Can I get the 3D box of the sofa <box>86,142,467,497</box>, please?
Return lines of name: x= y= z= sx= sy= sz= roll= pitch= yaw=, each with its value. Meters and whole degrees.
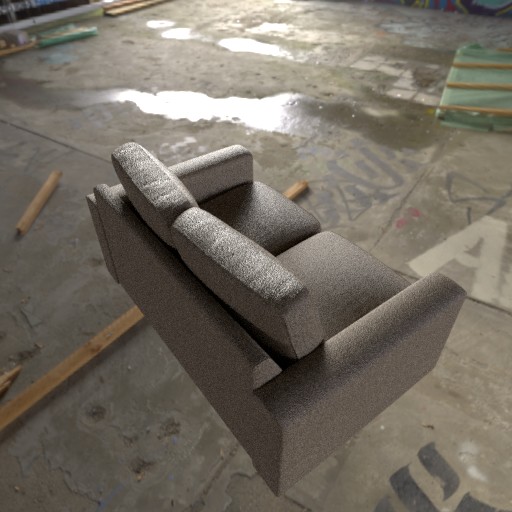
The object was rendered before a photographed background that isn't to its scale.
sofa: x=0.000 y=0.000 z=2.129 sx=1.016 sy=0.873 sz=1.616 roll=-26 pitch=47 yaw=-27
